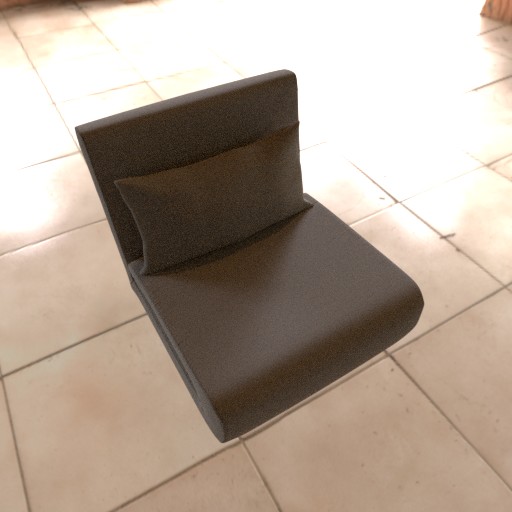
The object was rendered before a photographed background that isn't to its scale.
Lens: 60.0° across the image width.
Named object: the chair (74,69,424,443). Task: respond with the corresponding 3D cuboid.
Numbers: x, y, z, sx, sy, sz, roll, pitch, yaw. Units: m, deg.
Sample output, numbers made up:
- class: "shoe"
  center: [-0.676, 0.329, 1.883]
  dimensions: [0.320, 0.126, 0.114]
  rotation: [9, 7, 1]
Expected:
- class: "chair"
  center: [0.000, 0.000, 1.488]
  dimensions: [0.770, 0.808, 0.902]
  rotation: [-24, 51, -21]
